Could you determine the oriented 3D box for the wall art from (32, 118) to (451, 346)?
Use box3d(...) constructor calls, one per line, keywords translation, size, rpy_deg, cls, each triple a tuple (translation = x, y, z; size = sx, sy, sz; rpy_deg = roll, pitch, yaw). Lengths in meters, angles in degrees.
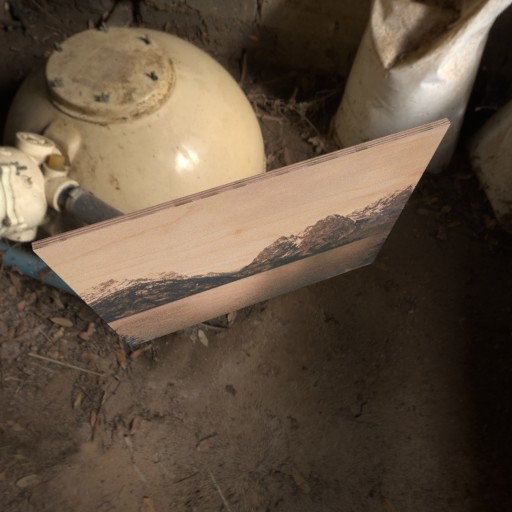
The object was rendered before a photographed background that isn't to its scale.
box3d(translation=(0.000, 0.000, 0.693), size=(0.508, 0.408, 0.010), rpy_deg=(-18, 66, -9), cls="wall art")
